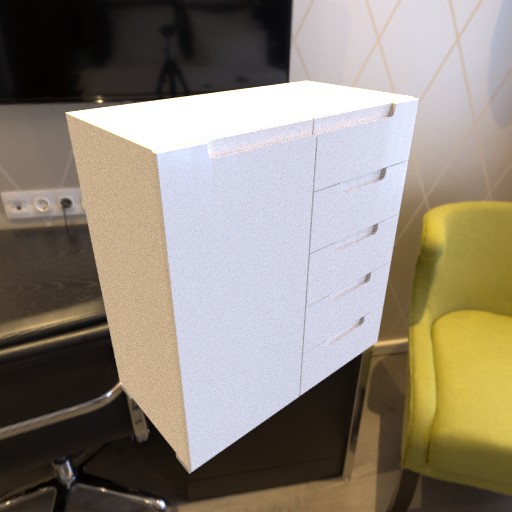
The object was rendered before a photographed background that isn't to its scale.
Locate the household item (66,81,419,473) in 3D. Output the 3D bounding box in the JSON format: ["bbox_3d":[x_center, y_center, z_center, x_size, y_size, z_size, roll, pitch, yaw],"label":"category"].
[{"bbox_3d":[0.000,0.000,1.323,0.800,0.870,0.420,-23,36,-35],"label":"household item"}]
